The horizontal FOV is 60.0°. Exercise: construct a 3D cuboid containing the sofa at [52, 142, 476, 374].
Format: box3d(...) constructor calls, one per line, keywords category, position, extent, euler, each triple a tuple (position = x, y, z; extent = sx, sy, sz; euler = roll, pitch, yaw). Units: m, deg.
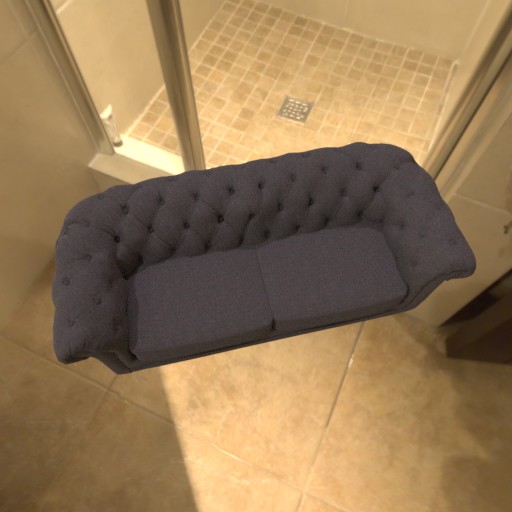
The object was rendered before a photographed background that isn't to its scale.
box3d(category="sofa", position=(0.000, 0.000, 2.848), extent=(2.335, 0.836, 1.046), euler=(-11, 64, -6))
